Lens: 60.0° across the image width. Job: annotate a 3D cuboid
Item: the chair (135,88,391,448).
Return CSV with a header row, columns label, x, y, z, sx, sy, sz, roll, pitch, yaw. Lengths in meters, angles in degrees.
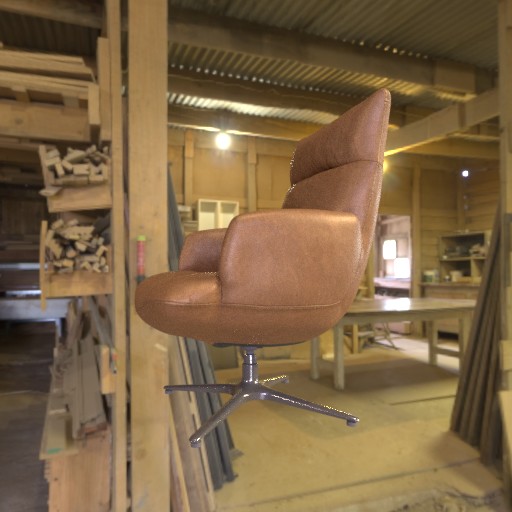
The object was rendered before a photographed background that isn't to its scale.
label,x,y,z,sx,sy,sz,roll,pitch,yaw
chair,0.000,0.000,1.522,0.794,1.027,0.711,0,-1,-19
